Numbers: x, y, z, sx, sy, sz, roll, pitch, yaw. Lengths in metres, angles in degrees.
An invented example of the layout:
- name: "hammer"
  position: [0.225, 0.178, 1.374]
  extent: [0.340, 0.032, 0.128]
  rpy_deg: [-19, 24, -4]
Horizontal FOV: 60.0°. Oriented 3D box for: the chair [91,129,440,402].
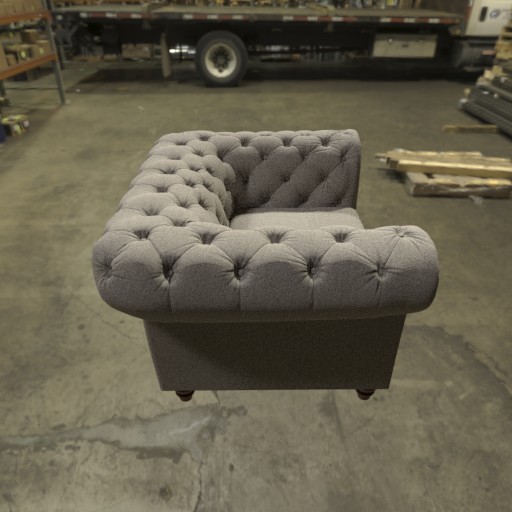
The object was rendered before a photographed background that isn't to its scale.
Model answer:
- name: "chair"
  position: [0.000, 0.000, 1.847]
  extent: [0.976, 0.770, 1.270]
  rpy_deg: [0, 32, -1]
